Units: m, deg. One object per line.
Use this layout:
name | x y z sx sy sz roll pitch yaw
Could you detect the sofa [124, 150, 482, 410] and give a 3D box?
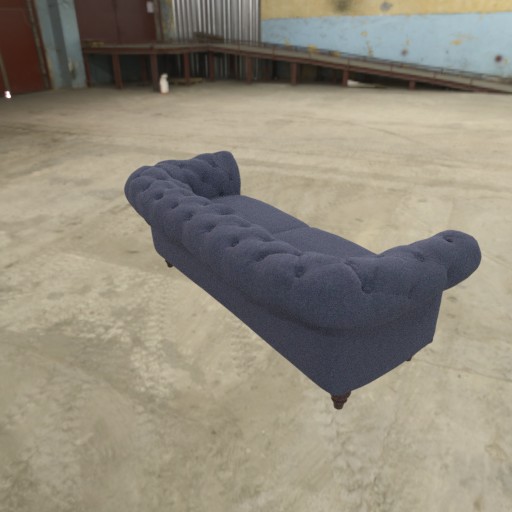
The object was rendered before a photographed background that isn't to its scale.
sofa | 0.000 0.000 2.817 1.046 0.836 2.335 -18 32 -32
